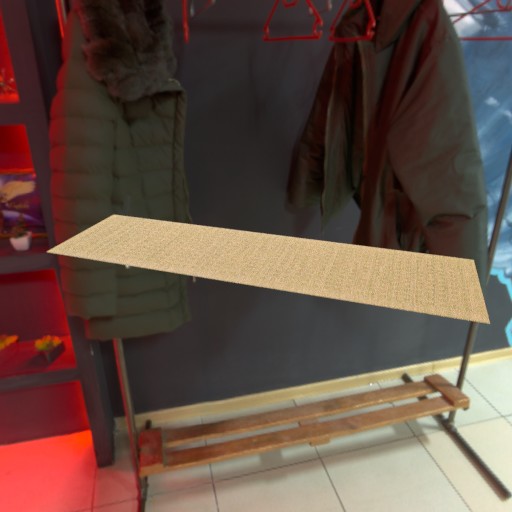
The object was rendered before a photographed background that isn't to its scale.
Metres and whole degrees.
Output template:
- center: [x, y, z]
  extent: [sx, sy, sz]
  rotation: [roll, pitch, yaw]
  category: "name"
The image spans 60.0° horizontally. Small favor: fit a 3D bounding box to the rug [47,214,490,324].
- center: [0.000, 0.000, 2.628]
  extent: [2.437, 0.006, 0.686]
  rotation: [8, 27, 16]
  category: "rug"
